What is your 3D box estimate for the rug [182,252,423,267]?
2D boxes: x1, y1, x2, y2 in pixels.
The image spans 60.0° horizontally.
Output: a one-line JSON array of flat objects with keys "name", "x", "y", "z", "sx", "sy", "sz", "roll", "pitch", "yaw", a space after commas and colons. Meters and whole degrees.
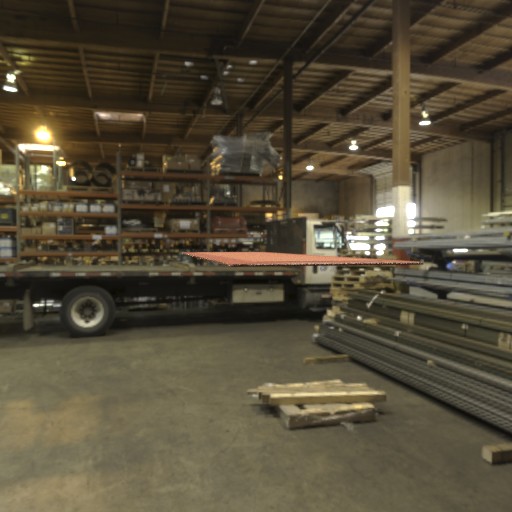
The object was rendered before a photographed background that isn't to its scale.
[{"name": "rug", "x": 0.000, "y": 0.000, "z": 2.798, "sx": 0.914, "sy": 0.013, "sz": 2.471, "roll": 0, "pitch": 1, "yaw": -17}]
